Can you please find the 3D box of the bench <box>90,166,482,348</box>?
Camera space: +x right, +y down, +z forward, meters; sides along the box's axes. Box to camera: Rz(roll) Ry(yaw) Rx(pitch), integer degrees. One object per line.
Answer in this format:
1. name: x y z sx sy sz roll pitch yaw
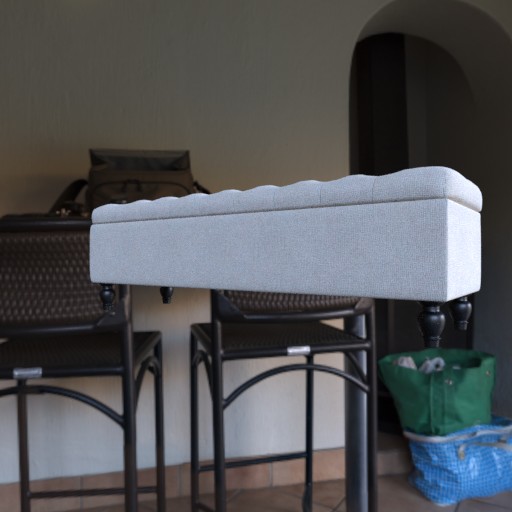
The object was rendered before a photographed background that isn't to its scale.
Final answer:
1. bench: 0.000 0.000 1.671 1.480 0.467 0.455 0 0 36
